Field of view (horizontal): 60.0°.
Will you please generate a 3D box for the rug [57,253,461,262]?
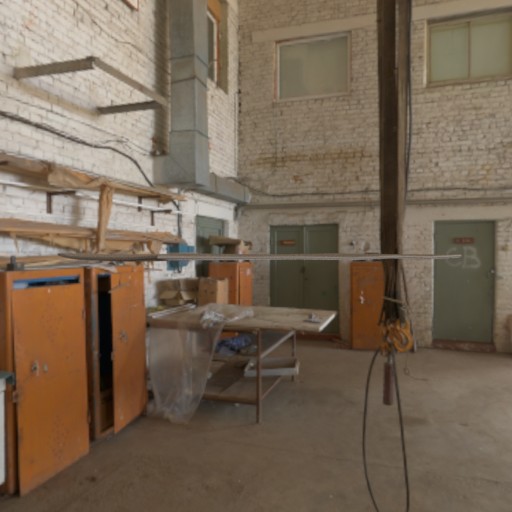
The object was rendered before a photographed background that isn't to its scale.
[{"bbox_3d":[0.000,0.000,4.191,3.011,0.054,2.399,0,1,-36],"label":"rug"}]
